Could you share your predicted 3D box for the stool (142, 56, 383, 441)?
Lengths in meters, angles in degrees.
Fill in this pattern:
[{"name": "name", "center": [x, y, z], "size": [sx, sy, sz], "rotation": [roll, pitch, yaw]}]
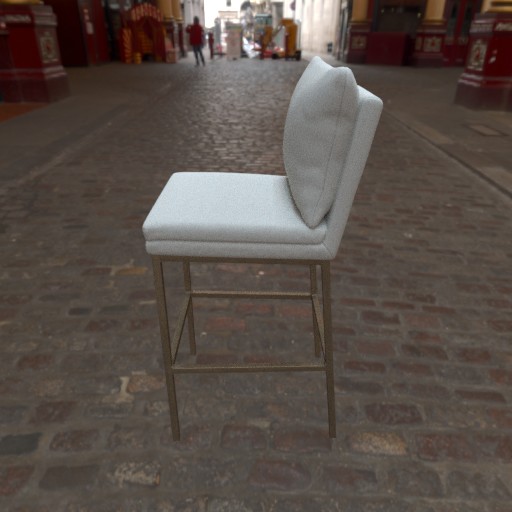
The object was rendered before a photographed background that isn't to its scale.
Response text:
[{"name": "stool", "center": [0.000, 0.000, 1.391], "size": [0.572, 1.125, 0.463], "rotation": [0, 27, 0]}]
